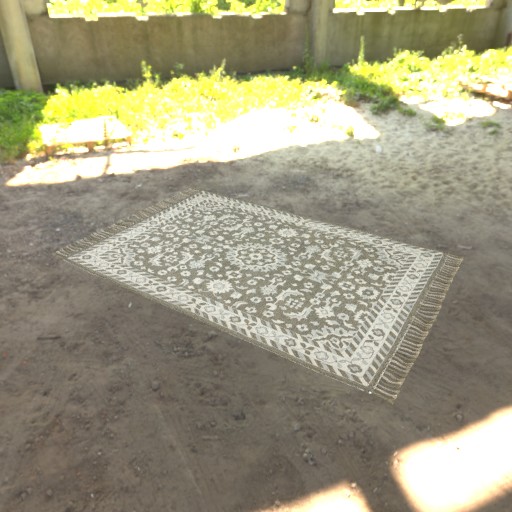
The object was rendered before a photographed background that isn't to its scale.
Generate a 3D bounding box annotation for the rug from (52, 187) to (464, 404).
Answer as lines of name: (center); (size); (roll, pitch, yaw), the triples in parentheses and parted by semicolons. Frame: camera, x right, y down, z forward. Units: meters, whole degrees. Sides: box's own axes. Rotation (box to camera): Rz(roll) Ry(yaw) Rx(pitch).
rug: (0.000, 0.000, 3.056); (2.431, 0.025, 1.530); (18, 35, 28)
